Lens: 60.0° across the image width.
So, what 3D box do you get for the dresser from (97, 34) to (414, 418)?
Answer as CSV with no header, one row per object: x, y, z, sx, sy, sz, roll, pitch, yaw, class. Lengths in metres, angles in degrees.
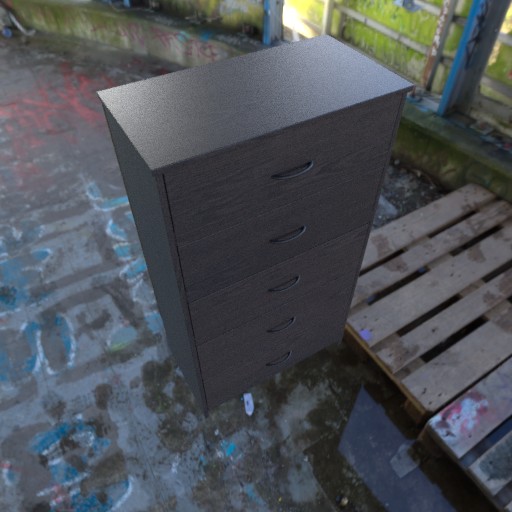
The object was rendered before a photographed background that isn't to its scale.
0.000,0.000,1.574,0.704,1.254,0.418,-23,52,-20,dresser
